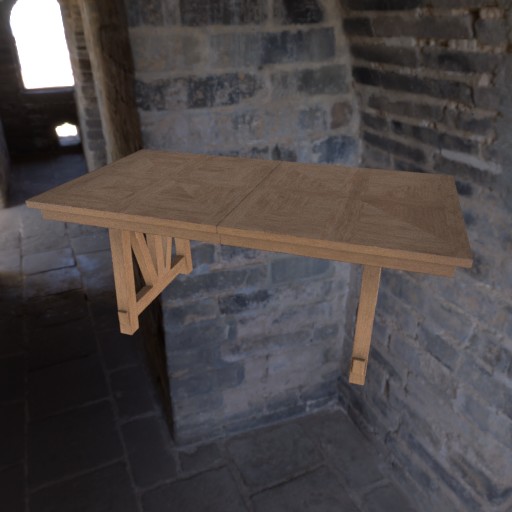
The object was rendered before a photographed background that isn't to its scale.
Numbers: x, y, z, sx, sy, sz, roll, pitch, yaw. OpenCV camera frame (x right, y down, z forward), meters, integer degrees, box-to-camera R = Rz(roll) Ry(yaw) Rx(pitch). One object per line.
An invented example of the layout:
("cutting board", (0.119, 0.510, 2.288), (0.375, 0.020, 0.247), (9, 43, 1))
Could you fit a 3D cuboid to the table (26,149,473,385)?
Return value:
("table", (0.000, 0.000, 2.368), (1.881, 0.768, 1.016), (8, 28, 16))
